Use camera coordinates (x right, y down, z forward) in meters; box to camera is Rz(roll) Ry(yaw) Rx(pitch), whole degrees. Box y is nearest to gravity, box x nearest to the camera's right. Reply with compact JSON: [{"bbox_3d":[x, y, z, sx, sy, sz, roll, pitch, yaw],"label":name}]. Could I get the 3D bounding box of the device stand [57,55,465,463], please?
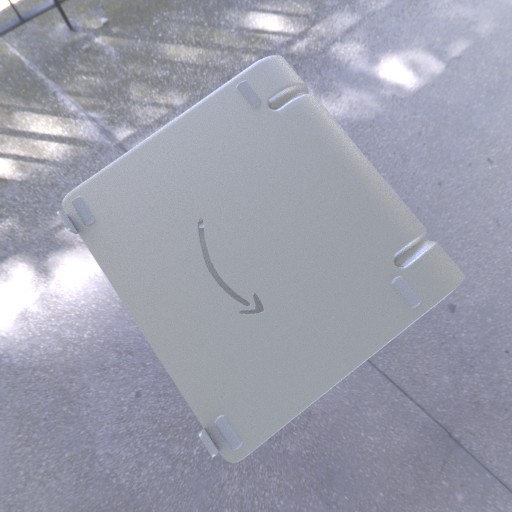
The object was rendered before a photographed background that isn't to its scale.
[{"bbox_3d":[0.000,0.000,0.406,0.236,0.155,0.256,-35,79,-8],"label":"device stand"}]
